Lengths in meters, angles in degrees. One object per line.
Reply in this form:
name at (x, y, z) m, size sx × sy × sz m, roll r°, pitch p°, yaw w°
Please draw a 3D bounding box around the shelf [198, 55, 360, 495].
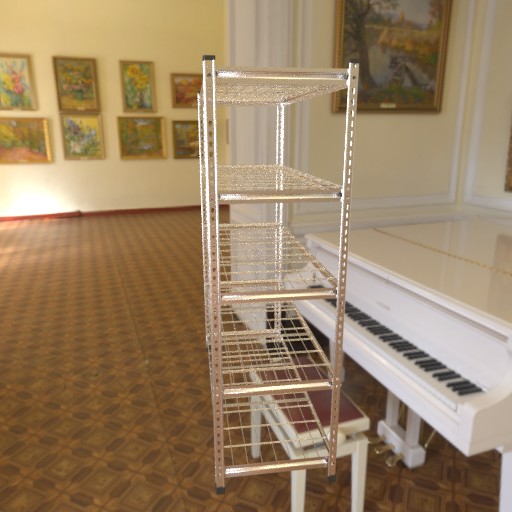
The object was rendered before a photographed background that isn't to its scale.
shelf at (0.000, 0.000, 2.665) m, size 0.610 × 1.981 × 1.524 m, roll -2°, pitch 16°, yaw -8°
